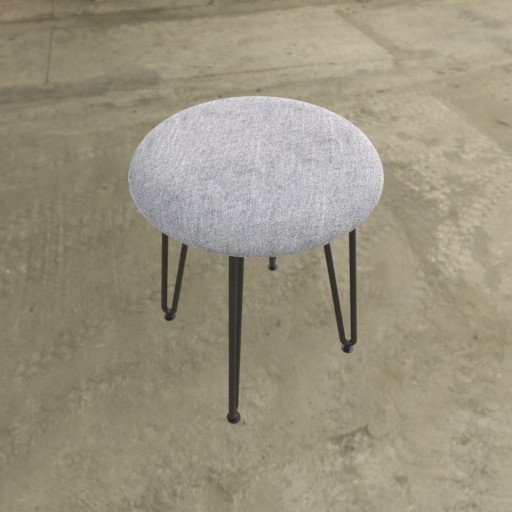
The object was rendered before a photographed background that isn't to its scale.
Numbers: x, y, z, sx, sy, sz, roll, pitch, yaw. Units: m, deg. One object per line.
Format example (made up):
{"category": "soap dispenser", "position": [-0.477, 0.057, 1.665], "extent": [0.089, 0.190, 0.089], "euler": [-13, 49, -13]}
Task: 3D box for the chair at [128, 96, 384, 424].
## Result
{"category": "chair", "position": [0.000, 0.000, 0.659], "extent": [0.350, 0.386, 0.350], "euler": [9, 46, 9]}
